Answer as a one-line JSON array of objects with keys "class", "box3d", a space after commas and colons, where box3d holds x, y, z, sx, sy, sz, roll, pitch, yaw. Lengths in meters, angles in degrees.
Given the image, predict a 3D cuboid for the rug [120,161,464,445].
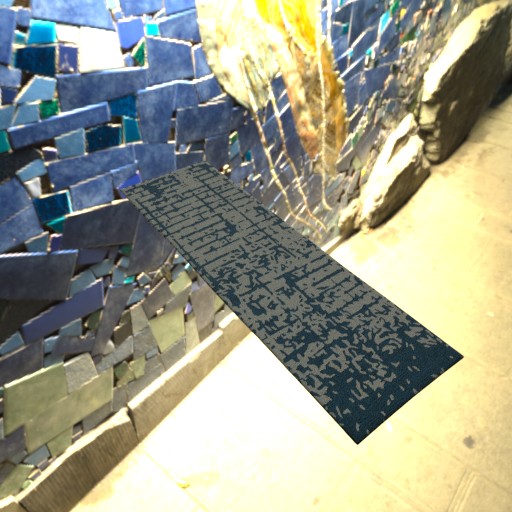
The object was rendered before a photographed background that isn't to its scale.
[{"class": "rug", "box3d": [0.000, 0.000, 2.749, 0.750, 0.011, 2.435, -26, 47, -27]}]
